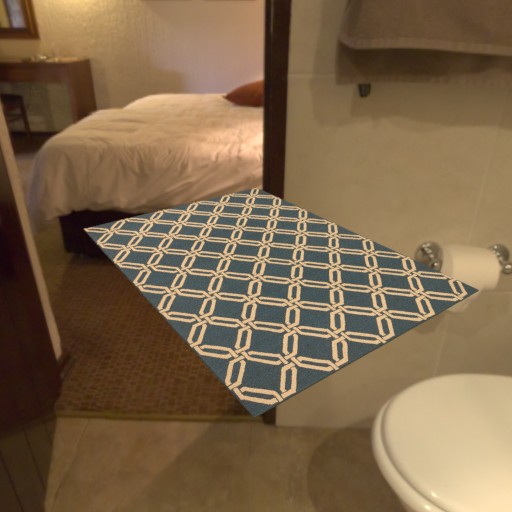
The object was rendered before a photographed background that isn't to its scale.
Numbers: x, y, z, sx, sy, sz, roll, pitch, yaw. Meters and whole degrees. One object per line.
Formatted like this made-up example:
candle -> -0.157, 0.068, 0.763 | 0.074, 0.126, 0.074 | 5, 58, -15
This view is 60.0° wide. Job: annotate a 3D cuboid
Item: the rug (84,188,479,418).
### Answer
rug -> 0.000, 0.000, 4.468 | 2.432, 0.018, 3.342 | -19, 33, -31
